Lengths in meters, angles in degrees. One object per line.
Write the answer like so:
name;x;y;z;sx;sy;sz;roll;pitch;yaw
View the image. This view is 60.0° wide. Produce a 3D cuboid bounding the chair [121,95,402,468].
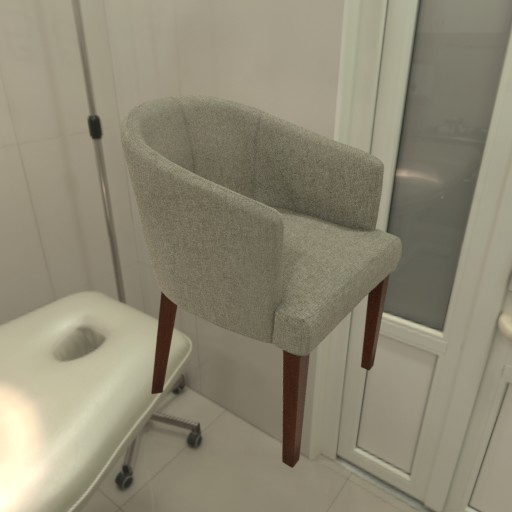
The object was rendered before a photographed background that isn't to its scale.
chair;0.000;0.000;1.252;0.655;0.811;0.583;18;32;32
